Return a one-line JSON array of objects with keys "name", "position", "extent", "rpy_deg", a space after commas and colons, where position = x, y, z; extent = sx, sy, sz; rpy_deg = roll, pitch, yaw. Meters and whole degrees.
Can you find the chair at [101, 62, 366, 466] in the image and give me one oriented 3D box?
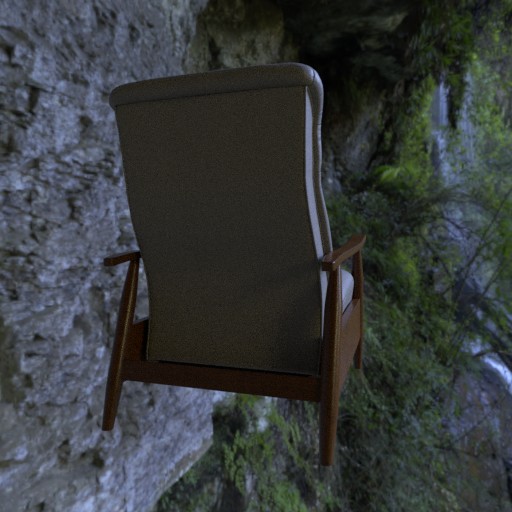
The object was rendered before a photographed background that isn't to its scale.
[{"name": "chair", "position": [0.000, 0.000, 1.730], "extent": [0.762, 1.082, 1.032], "rpy_deg": [1, 2, 18]}]
